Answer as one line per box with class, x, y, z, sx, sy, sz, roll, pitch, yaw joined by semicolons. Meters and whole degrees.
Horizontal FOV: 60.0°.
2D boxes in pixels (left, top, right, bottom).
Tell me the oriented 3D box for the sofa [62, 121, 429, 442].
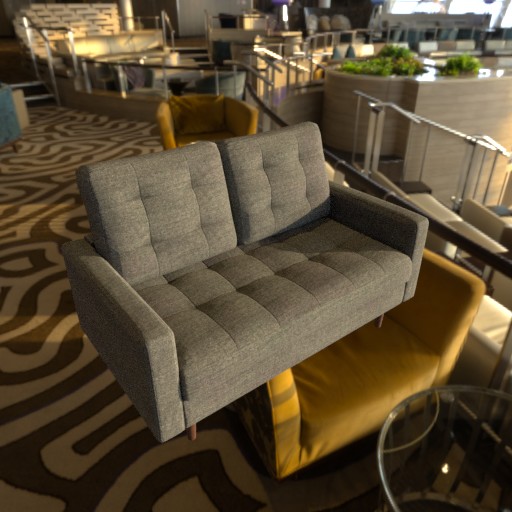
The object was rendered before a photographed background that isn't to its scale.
sofa;0.000;0.000;1.950;1.407;0.907;0.842;-21;36;-32
